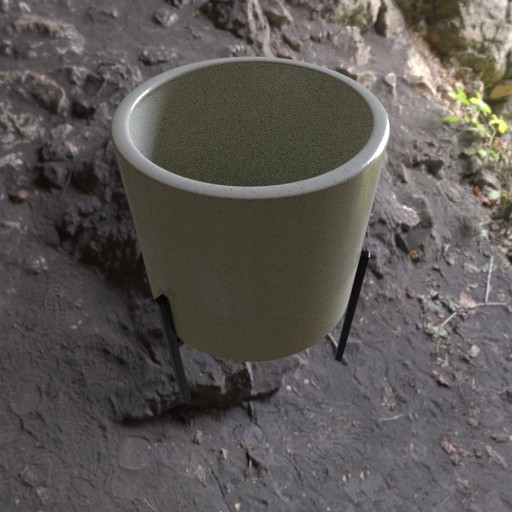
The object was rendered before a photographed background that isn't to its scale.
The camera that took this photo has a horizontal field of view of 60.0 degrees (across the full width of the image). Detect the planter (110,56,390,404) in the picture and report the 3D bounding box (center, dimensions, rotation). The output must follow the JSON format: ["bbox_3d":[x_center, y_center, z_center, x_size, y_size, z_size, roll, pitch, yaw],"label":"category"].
[{"bbox_3d":[0.000,0.000,0.328,0.159,0.230,0.152,10,47,9],"label":"planter"}]
